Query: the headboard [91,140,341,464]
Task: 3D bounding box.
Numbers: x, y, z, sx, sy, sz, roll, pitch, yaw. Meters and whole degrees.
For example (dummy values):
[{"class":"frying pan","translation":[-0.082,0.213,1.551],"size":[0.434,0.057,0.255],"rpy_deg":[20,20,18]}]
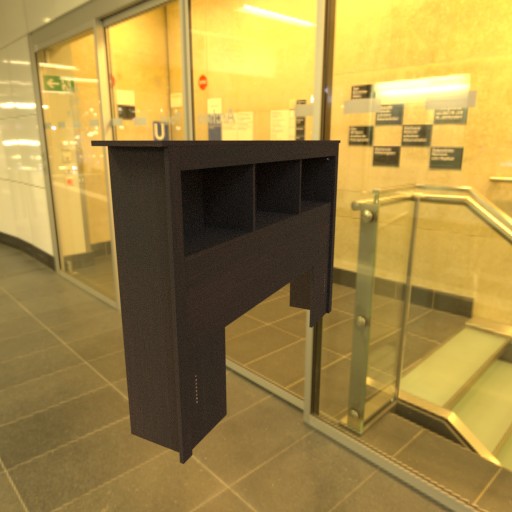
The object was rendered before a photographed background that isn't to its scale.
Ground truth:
[{"class":"headboard","translation":[0.000,0.000,2.163],"size":[0.279,1.092,1.671],"rpy_deg":[8,16,27]}]
